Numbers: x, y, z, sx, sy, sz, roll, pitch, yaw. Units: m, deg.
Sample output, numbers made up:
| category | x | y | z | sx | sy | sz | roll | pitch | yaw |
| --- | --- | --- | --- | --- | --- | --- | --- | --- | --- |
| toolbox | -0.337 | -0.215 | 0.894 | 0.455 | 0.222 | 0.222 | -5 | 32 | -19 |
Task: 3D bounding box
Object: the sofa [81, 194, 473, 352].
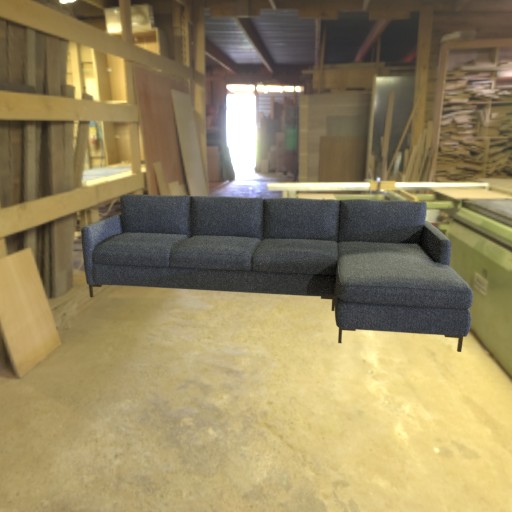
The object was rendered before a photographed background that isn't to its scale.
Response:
| category | x | y | z | sx | sy | sz | roll | pitch | yaw |
| --- | --- | --- | --- | --- | --- | --- | --- | --- | --- |
| sofa | 0.000 | 0.000 | 3.546 | 2.932 | 0.810 | 1.350 | 2 | 15 | 9 |
